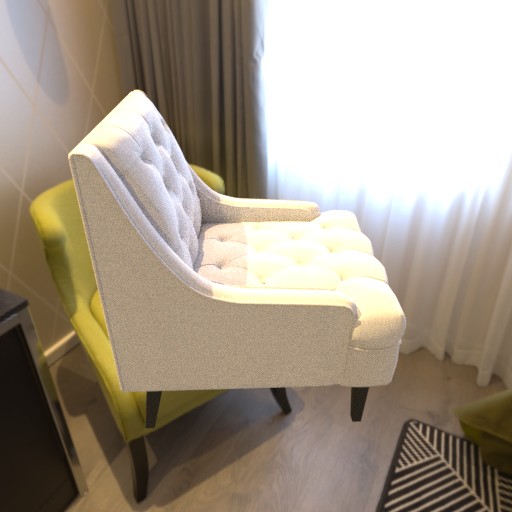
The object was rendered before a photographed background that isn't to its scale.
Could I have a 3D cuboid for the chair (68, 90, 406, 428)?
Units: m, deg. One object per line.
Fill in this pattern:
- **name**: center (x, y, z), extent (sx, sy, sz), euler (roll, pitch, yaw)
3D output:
- **chair**: center (0.000, 0.000, 1.375), extent (0.772, 0.891, 0.658), euler (-1, 31, -2)
